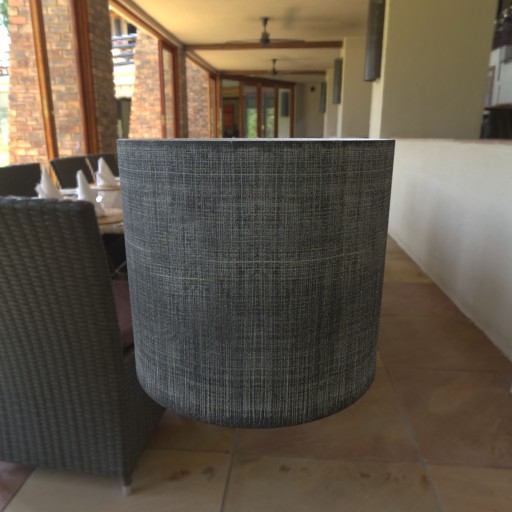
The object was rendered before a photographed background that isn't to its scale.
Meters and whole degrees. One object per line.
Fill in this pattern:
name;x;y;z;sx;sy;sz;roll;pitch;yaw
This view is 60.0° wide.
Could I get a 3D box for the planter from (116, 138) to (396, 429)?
planter;0.000;0.000;0.393;0.221;0.201;0.221;0;15;0
